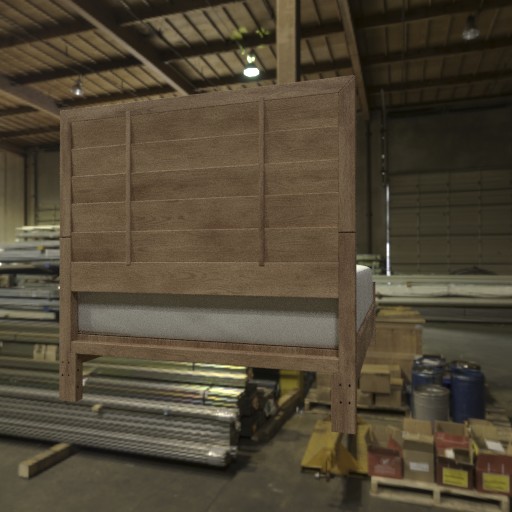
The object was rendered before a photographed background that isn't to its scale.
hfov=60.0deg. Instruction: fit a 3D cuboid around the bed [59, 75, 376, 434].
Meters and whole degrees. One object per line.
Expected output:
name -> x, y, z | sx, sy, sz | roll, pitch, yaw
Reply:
bed -> 0.000, 0.000, 3.290 | 1.626, 1.626, 2.197 | 0, 0, 17
